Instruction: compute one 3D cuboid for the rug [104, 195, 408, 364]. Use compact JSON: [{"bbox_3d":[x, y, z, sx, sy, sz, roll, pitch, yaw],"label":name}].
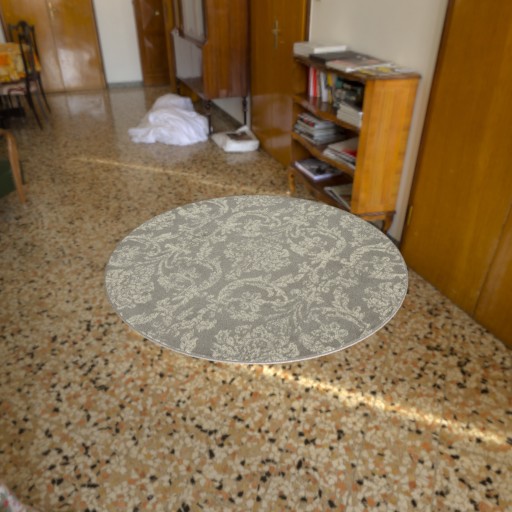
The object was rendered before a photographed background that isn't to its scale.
[{"bbox_3d":[0.000,0.000,2.416,1.593,0.012,1.593,0,32,0],"label":"rug"}]
